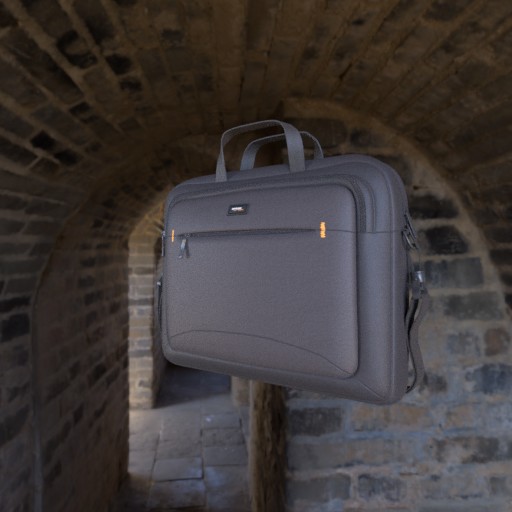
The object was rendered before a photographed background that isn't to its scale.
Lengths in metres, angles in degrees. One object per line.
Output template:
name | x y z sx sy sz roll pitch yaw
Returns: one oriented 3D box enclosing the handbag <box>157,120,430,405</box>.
handbag | 0.000 0.000 0.585 0.429 0.330 0.126 0 0 36
